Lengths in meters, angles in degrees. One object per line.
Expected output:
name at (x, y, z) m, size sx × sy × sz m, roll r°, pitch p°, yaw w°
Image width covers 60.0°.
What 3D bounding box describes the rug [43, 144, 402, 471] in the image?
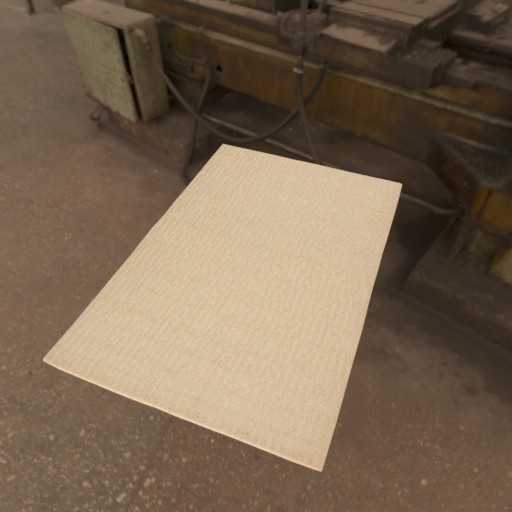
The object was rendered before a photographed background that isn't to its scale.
rug at (0.000, 0.000, 2.324) m, size 1.238 × 0.014 × 1.848 m, roll 16°, pitch 48°, yaw 15°
